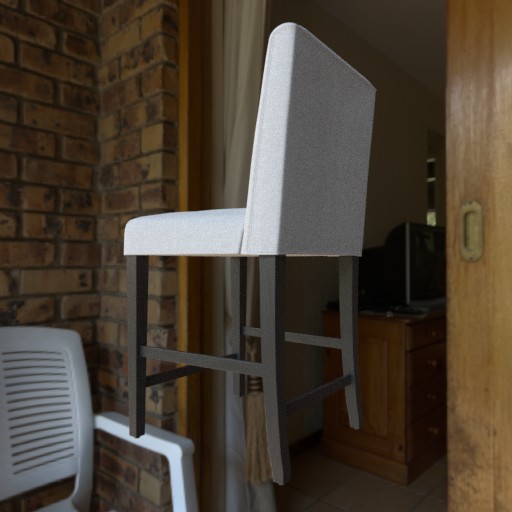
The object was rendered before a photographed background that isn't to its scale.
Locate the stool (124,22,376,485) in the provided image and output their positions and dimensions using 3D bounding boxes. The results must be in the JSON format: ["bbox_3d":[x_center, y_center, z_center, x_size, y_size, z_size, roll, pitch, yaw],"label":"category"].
[{"bbox_3d":[0.000,0.000,1.185,0.509,0.939,0.474,0,-1,37],"label":"stool"}]
